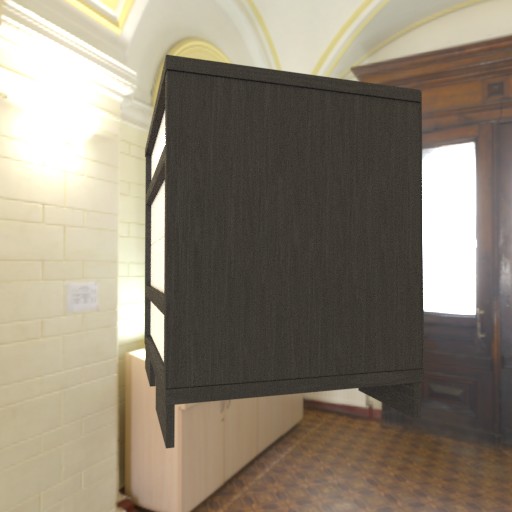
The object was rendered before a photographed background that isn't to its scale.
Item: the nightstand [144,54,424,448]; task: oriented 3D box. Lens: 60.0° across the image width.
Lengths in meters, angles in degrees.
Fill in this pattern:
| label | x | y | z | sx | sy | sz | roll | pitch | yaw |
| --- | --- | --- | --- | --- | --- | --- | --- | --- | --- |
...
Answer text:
| label | x | y | z | sx | sy | sz | roll | pitch | yaw |
| --- | --- | --- | --- | --- | --- | --- | --- | --- | --- |
| nightstand | 0.000 | 0.000 | 0.755 | 0.347 | 0.448 | 0.427 | 0 | -2 | -17 |
